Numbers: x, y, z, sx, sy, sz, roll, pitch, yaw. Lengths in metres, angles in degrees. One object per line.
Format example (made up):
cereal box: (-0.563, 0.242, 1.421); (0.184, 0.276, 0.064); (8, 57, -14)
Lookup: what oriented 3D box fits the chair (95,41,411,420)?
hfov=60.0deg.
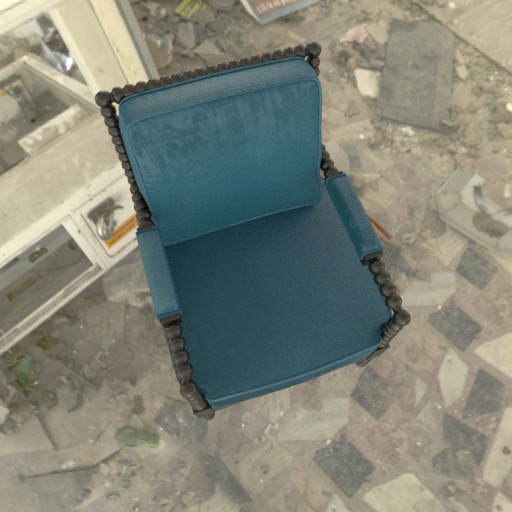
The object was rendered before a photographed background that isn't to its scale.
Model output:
chair: (0.000, 0.000, 1.410); (0.688, 0.857, 0.805); (-17, 65, -8)
